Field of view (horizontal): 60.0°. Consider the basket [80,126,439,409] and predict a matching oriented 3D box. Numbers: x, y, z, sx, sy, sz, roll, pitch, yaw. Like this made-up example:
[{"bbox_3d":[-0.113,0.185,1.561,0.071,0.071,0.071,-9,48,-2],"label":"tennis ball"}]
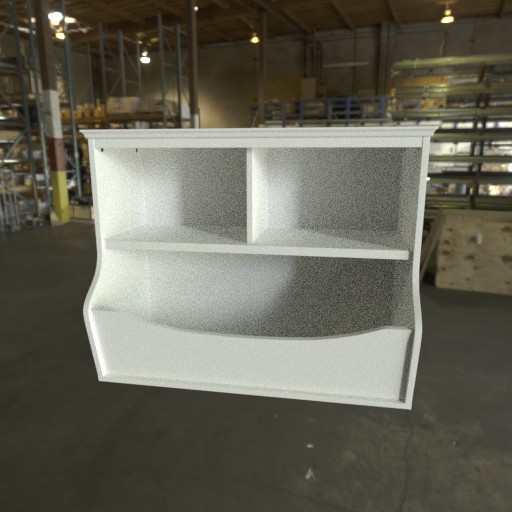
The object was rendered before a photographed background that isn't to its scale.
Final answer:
[{"bbox_3d":[0.000,0.000,1.149,0.792,0.625,0.376,2,13,10],"label":"basket"}]
